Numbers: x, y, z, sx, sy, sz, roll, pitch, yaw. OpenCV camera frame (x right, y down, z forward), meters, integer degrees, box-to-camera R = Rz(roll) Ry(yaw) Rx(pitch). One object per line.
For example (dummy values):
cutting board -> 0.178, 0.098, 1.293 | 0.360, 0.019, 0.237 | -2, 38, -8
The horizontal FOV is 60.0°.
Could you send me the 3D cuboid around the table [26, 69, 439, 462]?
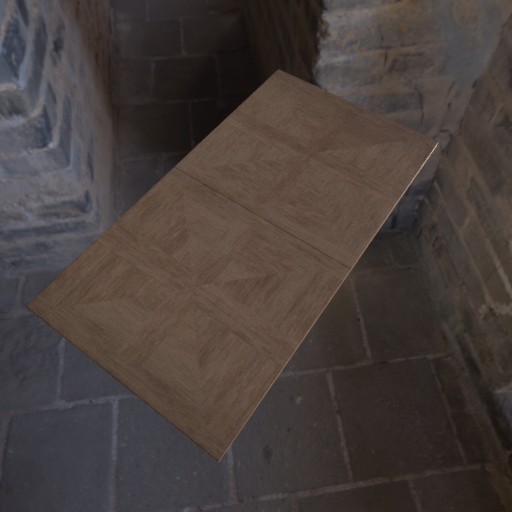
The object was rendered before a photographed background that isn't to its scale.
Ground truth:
table -> 0.000, 0.000, 2.417 | 1.016, 0.768, 1.881 | 32, 64, 17
